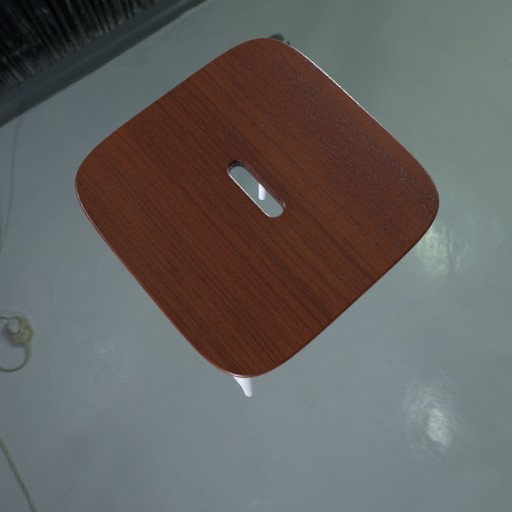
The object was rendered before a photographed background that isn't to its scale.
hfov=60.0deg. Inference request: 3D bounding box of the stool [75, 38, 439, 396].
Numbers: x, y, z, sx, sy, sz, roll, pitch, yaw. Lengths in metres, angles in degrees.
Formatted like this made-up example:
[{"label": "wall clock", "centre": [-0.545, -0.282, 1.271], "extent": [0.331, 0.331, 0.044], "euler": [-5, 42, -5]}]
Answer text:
[{"label": "stool", "centre": [0.000, 0.000, 0.833], "extent": [0.376, 0.610, 0.376], "euler": [-40, 78, -10]}]
